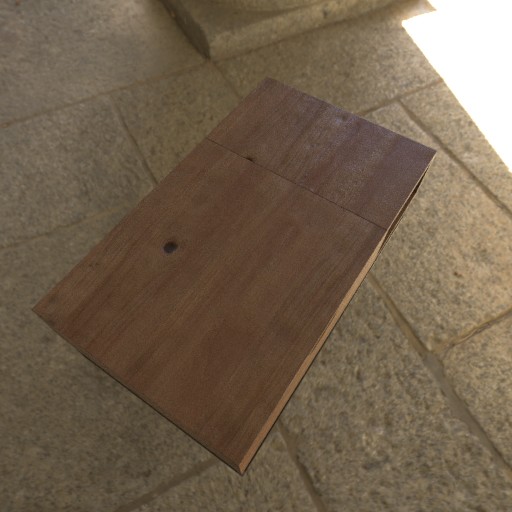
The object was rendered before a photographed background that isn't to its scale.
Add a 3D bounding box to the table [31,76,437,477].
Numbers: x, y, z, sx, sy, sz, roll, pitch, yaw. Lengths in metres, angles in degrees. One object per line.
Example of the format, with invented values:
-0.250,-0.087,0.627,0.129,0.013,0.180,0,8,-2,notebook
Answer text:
0.000,0.000,1.442,0.655,0.395,1.101,30,64,17,table
